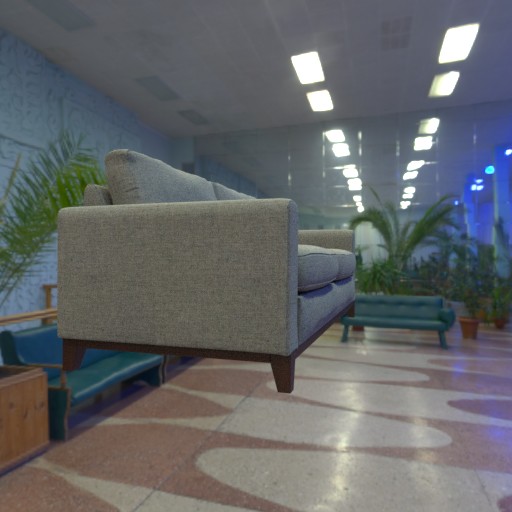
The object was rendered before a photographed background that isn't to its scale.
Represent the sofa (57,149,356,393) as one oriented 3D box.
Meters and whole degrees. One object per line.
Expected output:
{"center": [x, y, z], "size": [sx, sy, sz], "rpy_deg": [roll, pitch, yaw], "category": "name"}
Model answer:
{"center": [0.000, 0.000, 2.481], "size": [0.969, 0.892, 1.978], "rpy_deg": [0, 0, 19], "category": "sofa"}
